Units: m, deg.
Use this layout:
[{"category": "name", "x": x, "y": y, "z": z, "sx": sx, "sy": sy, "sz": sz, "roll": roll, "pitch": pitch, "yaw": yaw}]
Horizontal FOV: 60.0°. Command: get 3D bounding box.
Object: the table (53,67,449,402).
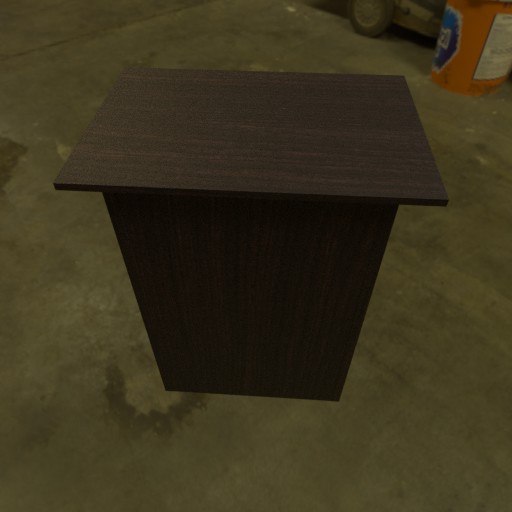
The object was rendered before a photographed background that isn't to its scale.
[{"category": "table", "x": 0.000, "y": 0.000, "z": 1.056, "sx": 0.591, "sy": 0.711, "sz": 0.406, "roll": 3, "pitch": 47, "yaw": 3}]
